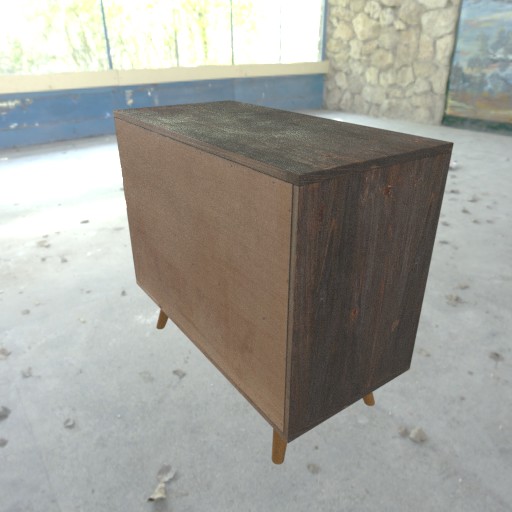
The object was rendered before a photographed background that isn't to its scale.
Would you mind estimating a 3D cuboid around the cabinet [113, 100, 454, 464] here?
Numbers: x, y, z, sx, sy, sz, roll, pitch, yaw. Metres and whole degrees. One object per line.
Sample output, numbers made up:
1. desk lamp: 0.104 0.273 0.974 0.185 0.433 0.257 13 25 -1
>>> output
1. cabinet: 0.000 0.000 1.538 0.529 0.897 1.023 -17 31 -31
